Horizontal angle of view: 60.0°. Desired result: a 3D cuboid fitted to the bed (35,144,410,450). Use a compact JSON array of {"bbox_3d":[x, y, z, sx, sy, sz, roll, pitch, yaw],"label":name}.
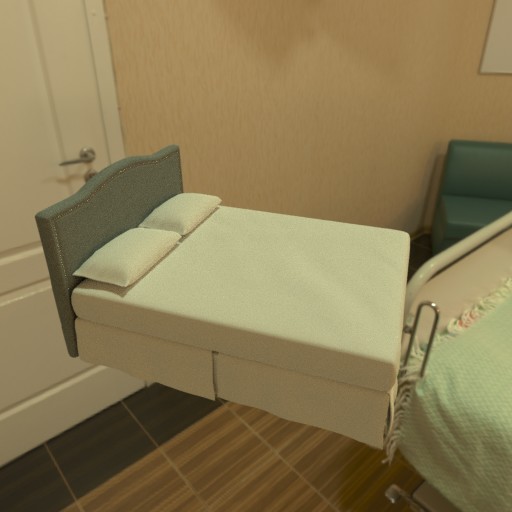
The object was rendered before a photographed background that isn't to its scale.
[{"bbox_3d":[0.000,0.000,3.935,2.689,1.457,2.161,10,30,17],"label":"bed"}]
